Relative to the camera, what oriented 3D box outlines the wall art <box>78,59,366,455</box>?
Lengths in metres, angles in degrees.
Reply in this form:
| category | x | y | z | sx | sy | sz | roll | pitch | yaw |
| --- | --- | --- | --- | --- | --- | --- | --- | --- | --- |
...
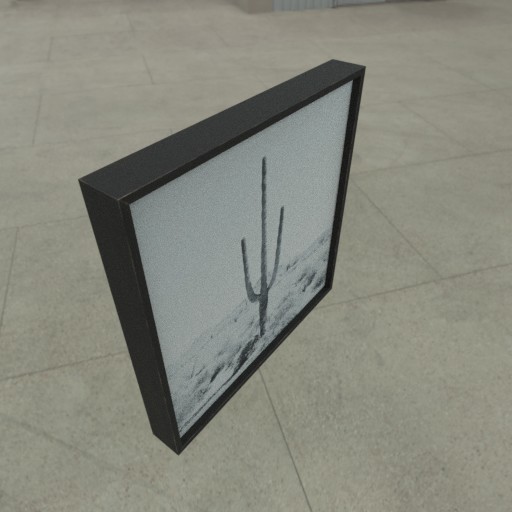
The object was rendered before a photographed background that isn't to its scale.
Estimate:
| category | x | y | z | sx | sy | sz | roll | pitch | yaw |
| --- | --- | --- | --- | --- | --- | --- | --- | --- | --- |
| wall art | 0.000 | 0.000 | 0.451 | 0.038 | 0.305 | 0.305 | 26 | 47 | 28 |
